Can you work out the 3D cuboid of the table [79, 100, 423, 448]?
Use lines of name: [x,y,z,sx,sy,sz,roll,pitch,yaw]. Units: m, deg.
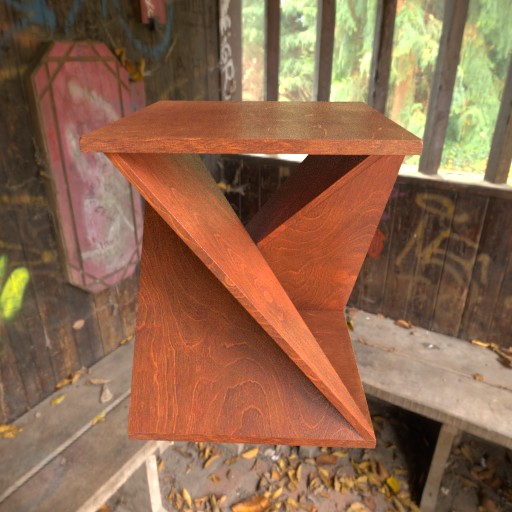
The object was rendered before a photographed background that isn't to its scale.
table: [0.000,0.000,0.851,0.427,0.520,0.427,1,25,2]
